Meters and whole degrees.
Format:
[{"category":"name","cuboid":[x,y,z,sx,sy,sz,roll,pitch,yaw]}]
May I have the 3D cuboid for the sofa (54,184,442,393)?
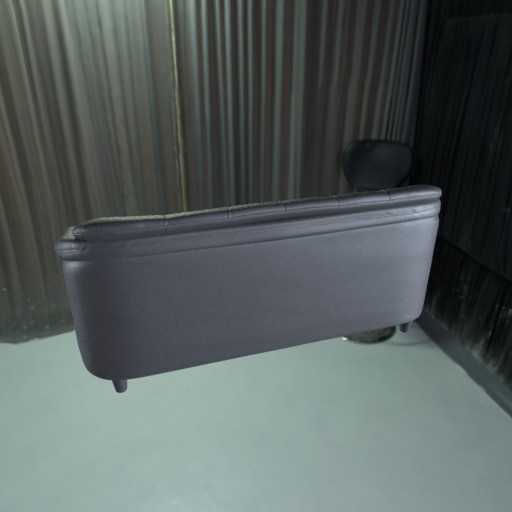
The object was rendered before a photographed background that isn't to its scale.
[{"category":"sofa","cuboid":[0.000,0.000,2.269,1.829,0.811,0.800,-8,27,-16]}]
